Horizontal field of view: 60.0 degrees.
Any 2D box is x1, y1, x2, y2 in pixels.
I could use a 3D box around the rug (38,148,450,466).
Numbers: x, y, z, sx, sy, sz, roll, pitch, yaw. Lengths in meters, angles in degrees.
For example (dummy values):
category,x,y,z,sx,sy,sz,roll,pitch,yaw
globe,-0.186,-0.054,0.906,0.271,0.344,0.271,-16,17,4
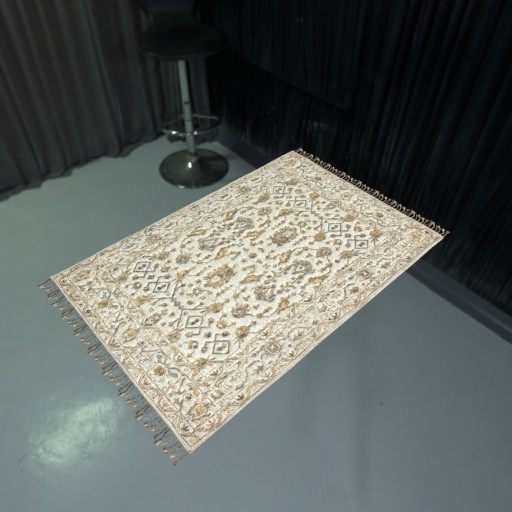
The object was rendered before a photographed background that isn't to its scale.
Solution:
category,x,y,z,sx,sy,sz,roll,pitch,yaw
rug,0.000,0.000,3.032,2.434,0.027,1.529,-33,54,-28
